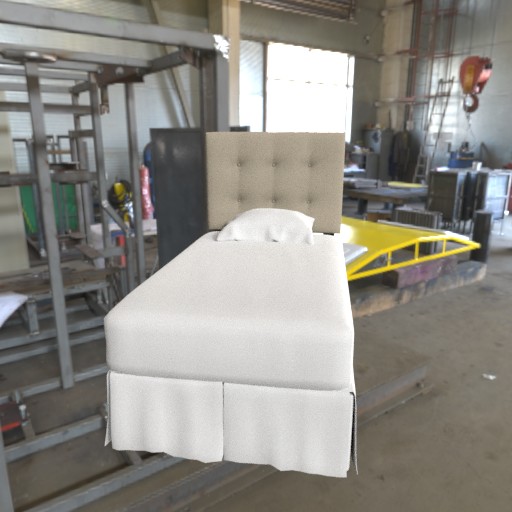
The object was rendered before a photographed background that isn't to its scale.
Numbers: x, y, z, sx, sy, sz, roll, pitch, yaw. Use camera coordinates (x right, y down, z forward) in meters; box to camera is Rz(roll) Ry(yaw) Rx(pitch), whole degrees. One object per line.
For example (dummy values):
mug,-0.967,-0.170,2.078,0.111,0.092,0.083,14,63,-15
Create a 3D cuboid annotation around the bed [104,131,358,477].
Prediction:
bed,0.000,0.000,2.870,1.261,1.571,1.997,2,15,9
